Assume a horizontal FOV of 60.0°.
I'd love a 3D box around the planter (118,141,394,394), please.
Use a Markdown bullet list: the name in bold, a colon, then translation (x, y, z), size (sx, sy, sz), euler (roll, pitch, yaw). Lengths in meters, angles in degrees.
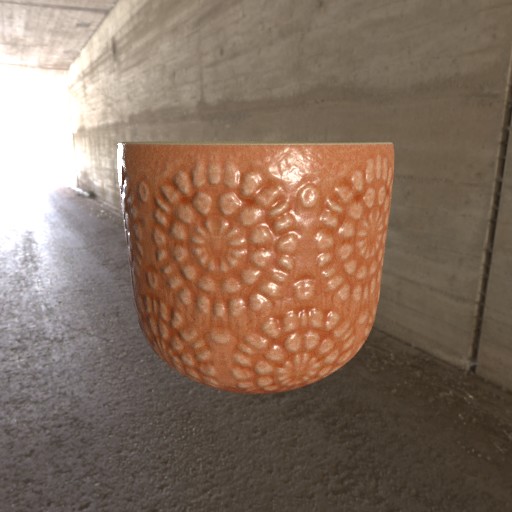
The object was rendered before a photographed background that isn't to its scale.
- **planter**: translation (0.000, 0.000, 0.219), size (0.124, 0.109, 0.124), euler (0, 15, 0)
